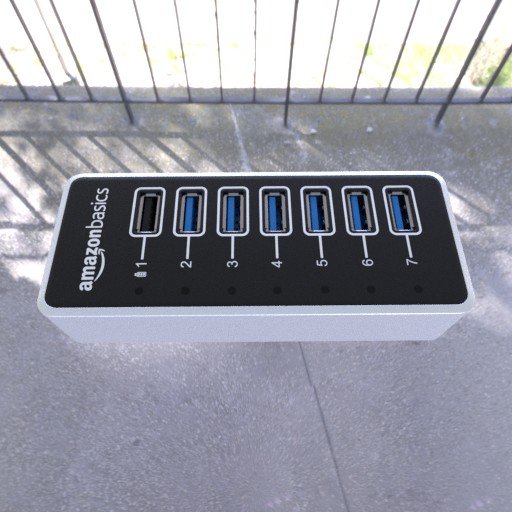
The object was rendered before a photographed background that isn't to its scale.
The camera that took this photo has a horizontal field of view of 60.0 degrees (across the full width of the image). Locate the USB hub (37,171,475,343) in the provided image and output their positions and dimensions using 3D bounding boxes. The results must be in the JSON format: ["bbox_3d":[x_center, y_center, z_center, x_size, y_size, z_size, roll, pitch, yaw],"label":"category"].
[{"bbox_3d":[0.000,0.000,0.129,0.110,0.023,0.044,0,62,0],"label":"USB hub"}]
